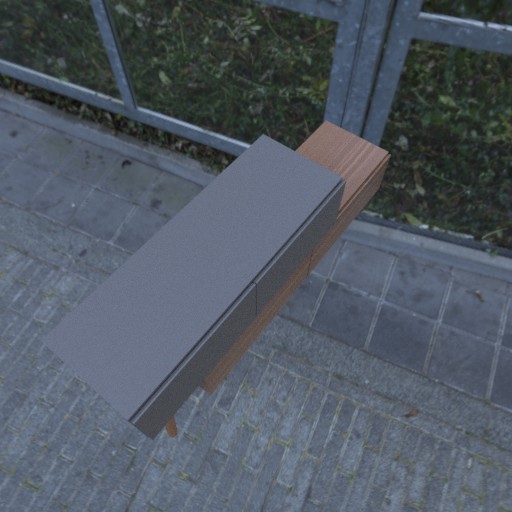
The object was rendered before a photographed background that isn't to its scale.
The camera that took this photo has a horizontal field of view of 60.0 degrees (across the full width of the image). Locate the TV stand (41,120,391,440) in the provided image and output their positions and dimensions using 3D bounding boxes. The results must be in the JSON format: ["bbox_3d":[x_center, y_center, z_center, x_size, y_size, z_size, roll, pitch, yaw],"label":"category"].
[{"bbox_3d":[0.000,0.000,1.582,0.329,0.591,1.336,33,64,19],"label":"TV stand"}]
